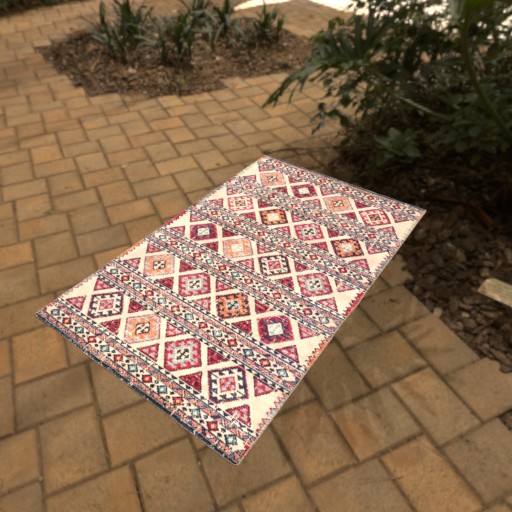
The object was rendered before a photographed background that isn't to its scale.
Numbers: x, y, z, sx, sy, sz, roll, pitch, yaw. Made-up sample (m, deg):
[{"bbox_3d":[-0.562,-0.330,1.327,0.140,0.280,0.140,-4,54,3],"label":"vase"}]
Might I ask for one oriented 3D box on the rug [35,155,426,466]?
[{"bbox_3d":[0.000,0.000,3.060,1.545,0.010,2.440,25,47,26],"label":"rug"}]
